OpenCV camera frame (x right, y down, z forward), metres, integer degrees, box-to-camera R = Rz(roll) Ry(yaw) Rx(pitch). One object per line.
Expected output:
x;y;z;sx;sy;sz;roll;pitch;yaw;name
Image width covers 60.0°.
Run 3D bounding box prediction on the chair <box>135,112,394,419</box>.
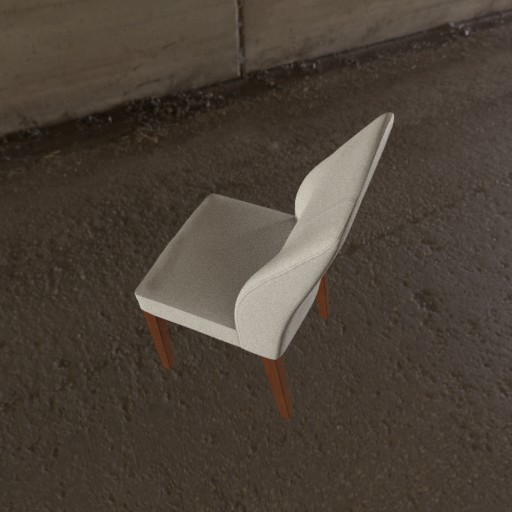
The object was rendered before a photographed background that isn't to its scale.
0.000;0.000;1.251;0.540;0.893;0.472;17;49;15;chair
